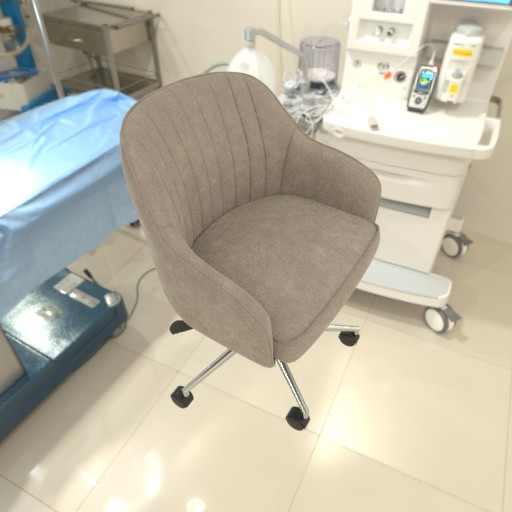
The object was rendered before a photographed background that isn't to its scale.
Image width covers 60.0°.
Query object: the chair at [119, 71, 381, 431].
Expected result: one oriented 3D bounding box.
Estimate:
[{"bbox_3d":[0.000,0.000,1.239,0.573,0.831,0.635,23,46,24],"label":"chair"}]
